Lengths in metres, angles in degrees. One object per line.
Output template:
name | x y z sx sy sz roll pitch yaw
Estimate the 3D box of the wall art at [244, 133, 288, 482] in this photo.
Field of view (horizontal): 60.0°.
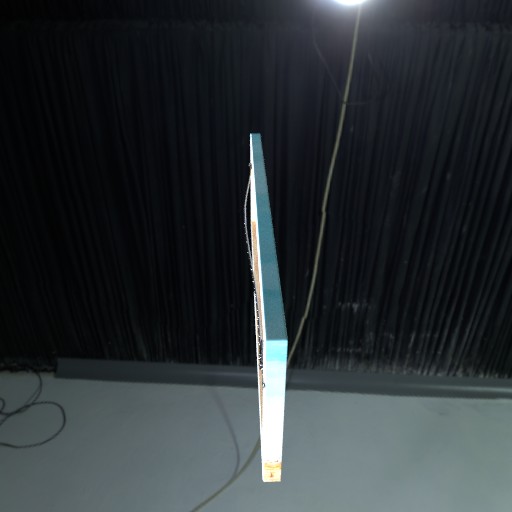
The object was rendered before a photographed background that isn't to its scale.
wall art | 0.000 0.000 0.852 0.044 0.254 0.759 -1 32 -1
